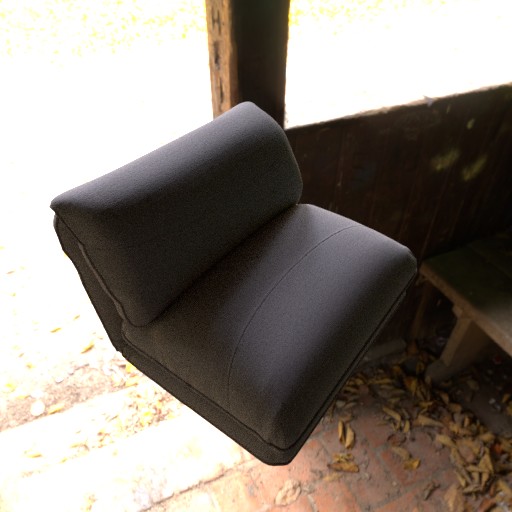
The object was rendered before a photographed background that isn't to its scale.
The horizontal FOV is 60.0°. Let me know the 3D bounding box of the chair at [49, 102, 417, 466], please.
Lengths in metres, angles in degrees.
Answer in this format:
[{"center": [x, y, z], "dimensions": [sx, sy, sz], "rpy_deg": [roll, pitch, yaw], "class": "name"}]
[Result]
[{"center": [0.000, 0.000, 1.332], "dimensions": [0.780, 0.580, 0.820], "rpy_deg": [26, 47, 27], "class": "chair"}]
